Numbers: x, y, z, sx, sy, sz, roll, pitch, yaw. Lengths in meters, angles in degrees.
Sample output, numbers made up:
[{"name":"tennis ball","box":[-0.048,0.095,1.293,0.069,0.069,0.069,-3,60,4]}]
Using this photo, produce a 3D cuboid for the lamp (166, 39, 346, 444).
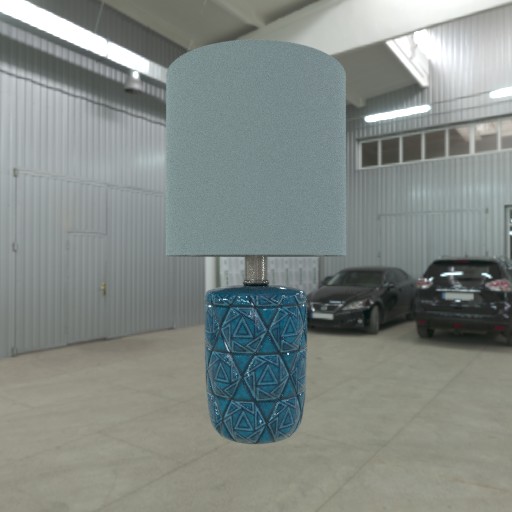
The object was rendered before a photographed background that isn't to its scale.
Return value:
[{"name":"lamp","box":[0.000,0.000,0.482,0.193,0.377,0.193,0,-1,0]}]
